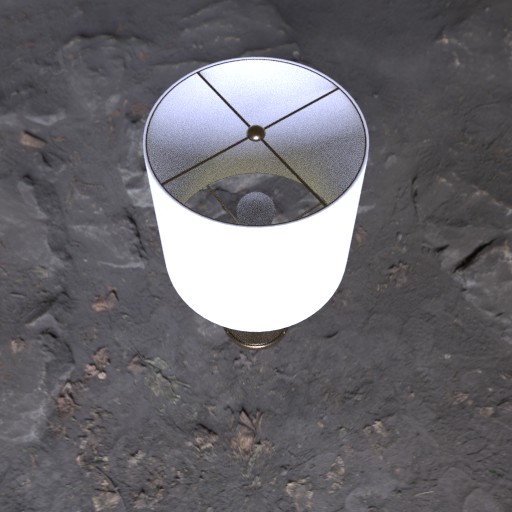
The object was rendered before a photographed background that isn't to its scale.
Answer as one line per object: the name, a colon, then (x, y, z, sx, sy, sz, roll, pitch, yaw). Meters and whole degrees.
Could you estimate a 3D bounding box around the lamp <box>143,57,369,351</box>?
lamp: (0.000, 0.000, 0.777, 0.303, 0.618, 0.303, 0, 62, 0)
